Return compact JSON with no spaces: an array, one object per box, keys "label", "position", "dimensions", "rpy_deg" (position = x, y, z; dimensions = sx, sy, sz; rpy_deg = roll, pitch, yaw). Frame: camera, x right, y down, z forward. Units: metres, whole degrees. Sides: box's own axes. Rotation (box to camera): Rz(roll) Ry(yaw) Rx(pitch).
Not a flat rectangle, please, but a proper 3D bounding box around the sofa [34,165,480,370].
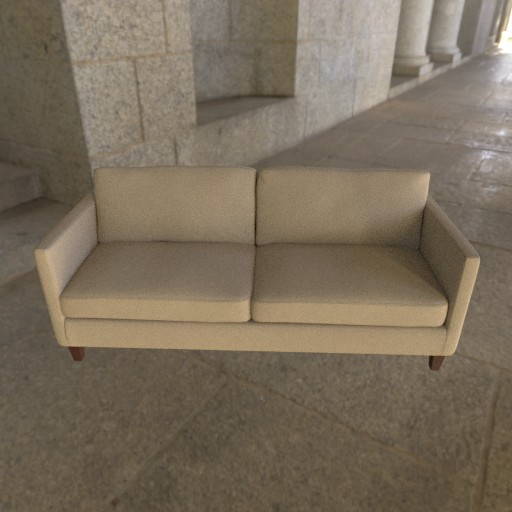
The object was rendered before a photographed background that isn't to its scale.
[{"label":"sofa","position":[0.000,0.000,2.627],"dimensions":[2.181,0.932,0.948],"rpy_deg":[1,29,2]}]
